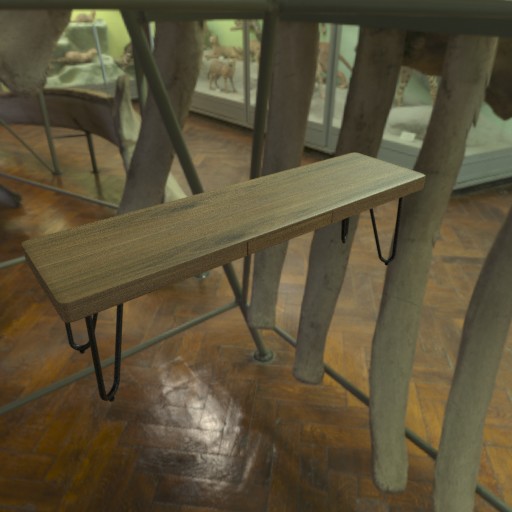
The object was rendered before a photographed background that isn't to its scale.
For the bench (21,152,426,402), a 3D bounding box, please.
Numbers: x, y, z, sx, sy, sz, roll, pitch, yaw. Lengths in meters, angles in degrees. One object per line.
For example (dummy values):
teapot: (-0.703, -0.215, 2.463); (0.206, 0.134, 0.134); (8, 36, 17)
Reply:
bench: (0.000, 0.000, 1.790); (1.570, 0.462, 0.425); (-21, 36, -32)
